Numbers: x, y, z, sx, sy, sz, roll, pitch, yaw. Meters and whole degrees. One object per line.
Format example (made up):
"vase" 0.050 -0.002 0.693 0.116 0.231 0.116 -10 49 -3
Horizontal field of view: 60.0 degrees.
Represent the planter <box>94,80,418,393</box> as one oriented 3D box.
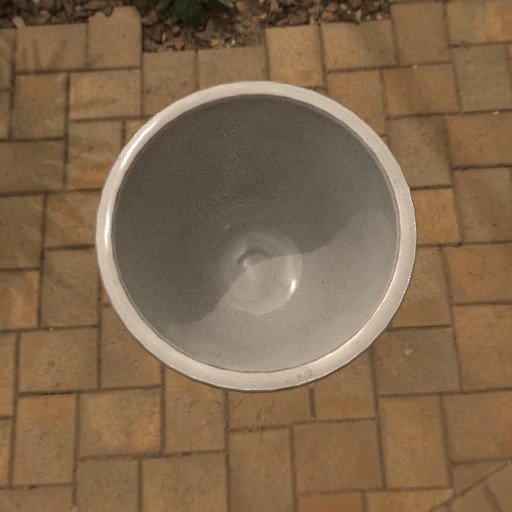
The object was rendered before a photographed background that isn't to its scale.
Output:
"planter" 0.000 0.000 0.310 0.173 0.160 0.173 0 78 0
